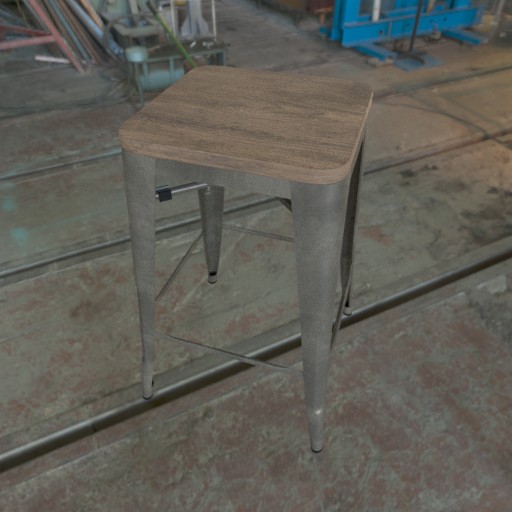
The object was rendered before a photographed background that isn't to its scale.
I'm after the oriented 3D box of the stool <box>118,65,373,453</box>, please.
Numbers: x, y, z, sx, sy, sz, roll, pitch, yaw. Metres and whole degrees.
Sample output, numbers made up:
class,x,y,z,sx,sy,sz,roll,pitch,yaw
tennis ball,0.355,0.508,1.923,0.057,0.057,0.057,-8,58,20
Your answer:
class,x,y,z,sx,sy,sz,roll,pitch,yaw
stool,0.000,0.000,0.877,0.407,0.607,0.407,12,43,13
